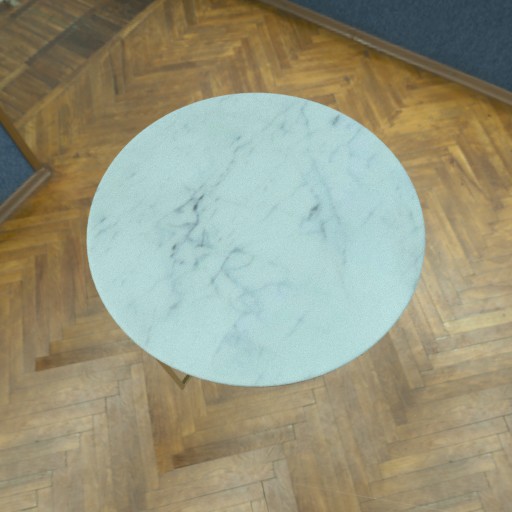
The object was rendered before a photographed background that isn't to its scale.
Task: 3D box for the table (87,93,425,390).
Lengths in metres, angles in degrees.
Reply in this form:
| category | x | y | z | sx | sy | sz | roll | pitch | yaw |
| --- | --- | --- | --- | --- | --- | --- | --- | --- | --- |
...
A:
| category | x | y | z | sx | sy | sz | roll | pitch | yaw |
| --- | --- | --- | --- | --- | --- | --- | --- | --- | --- |
| table | 0.000 | 0.000 | 1.258 | 0.800 | 0.450 | 0.800 | 0 | 64 | 0 |
